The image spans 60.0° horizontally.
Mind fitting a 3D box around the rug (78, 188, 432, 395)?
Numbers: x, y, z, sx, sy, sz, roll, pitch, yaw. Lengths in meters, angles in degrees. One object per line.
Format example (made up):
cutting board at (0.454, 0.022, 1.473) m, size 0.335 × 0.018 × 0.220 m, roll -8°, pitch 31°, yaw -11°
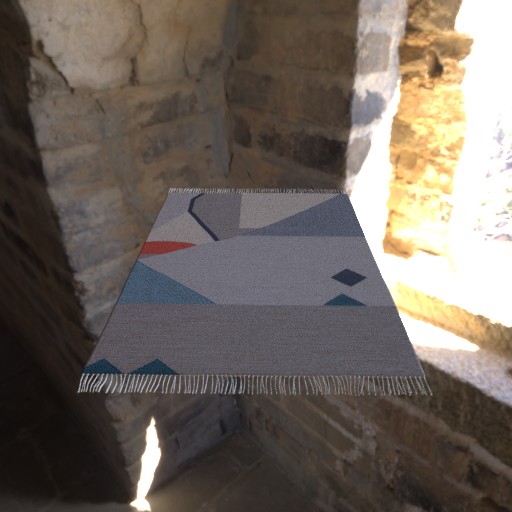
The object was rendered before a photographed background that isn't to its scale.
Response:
rug at (0.000, 0.000, 2.277) m, size 1.220 × 0.005 × 1.828 m, roll 0°, pitch 31°, yaw 1°
